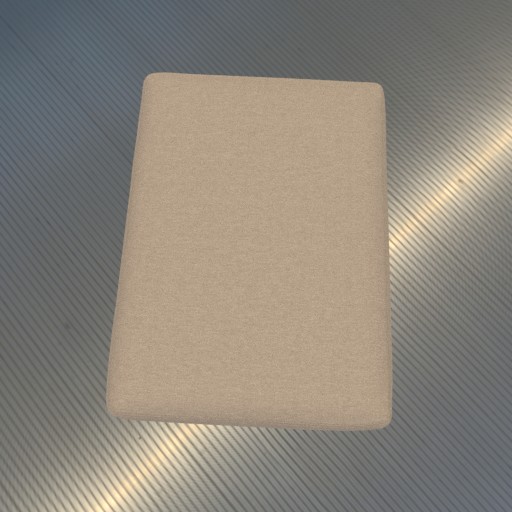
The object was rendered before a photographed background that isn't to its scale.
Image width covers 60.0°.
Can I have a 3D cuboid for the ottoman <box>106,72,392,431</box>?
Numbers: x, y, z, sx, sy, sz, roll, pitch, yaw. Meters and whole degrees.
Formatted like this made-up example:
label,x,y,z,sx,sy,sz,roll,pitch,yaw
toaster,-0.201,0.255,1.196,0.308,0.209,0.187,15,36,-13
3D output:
label,x,y,z,sx,sy,sz,roll,pitch,yaw
ottoman,0.000,0.000,1.120,0.574,0.497,0.773,3,76,1
